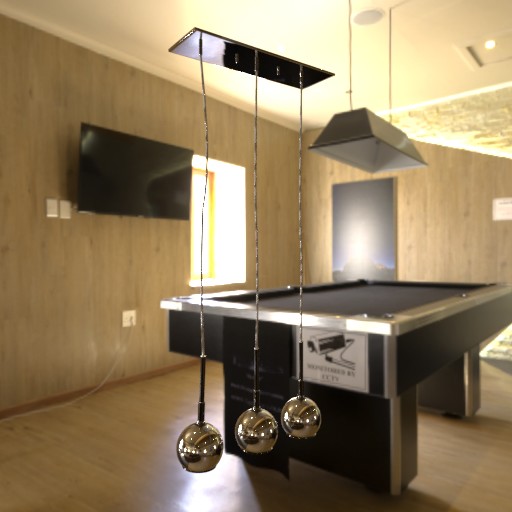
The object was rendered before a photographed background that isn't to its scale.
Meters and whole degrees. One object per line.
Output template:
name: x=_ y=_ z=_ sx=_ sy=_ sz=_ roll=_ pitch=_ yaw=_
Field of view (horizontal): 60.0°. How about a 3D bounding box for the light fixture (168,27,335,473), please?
light fixture: x=0.000 y=0.000 z=1.617 sx=0.623 sy=1.408 sz=0.188 roll=-1 pitch=1 yaw=-36
